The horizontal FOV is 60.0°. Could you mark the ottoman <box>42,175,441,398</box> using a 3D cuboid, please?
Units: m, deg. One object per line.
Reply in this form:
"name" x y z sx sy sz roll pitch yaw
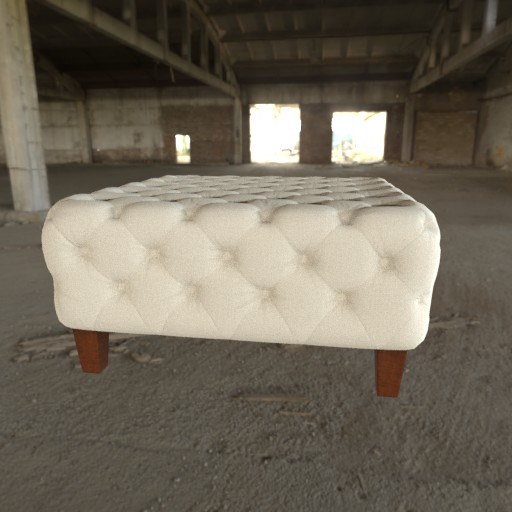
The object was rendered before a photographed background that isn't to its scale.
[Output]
"ottoman" 0.000 0.000 1.171 0.755 0.376 0.753 2 15 8
